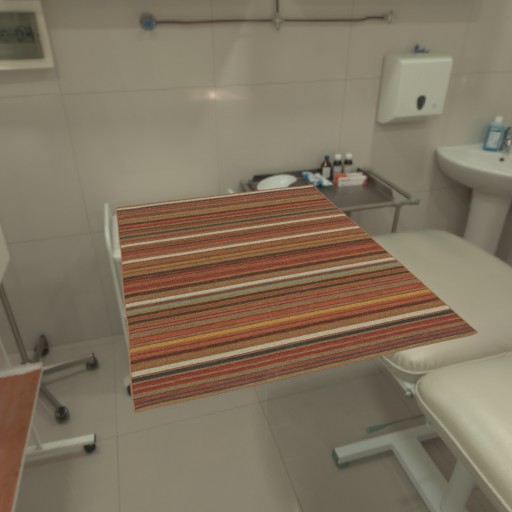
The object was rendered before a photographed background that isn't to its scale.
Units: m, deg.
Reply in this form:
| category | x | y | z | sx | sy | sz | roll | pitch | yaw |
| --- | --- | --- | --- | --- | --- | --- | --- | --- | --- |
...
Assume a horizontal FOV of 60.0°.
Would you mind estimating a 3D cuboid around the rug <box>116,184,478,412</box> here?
| category | x | y | z | sx | sy | sz | roll | pitch | yaw |
| --- | --- | --- | --- | --- | --- | --- | --- | --- | --- |
| rug | 0.000 | 0.000 | 4.198 | 2.479 | 0.023 | 3.092 | -9 | 32 | -14 |
